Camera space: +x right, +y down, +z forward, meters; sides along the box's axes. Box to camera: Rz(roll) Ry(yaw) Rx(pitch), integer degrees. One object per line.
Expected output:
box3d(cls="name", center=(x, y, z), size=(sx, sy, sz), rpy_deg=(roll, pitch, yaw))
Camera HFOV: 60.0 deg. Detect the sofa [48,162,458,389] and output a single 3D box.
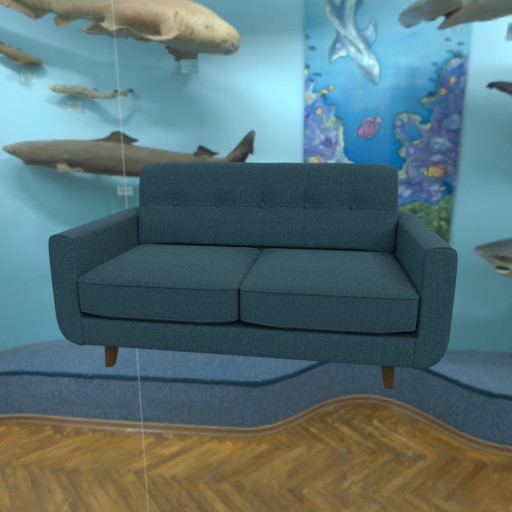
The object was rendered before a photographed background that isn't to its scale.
box3d(cls="sofa", center=(0.000, 0.000, 2.216), size=(1.651, 0.896, 0.942), rpy_deg=(2, 14, 9))
